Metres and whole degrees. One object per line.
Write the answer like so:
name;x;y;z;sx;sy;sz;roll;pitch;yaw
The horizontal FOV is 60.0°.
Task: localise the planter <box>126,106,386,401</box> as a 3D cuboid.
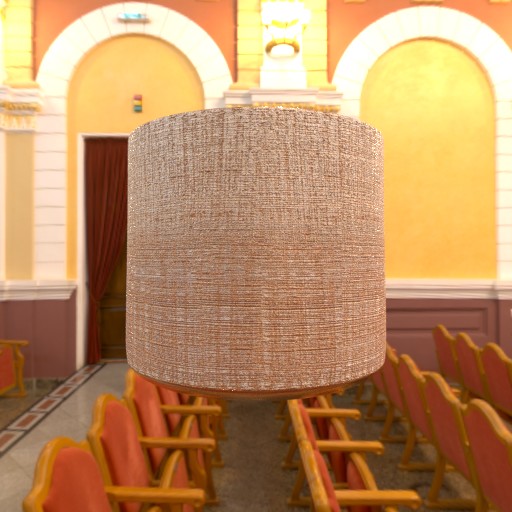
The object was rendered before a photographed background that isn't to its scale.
planter;0.000;0.000;0.315;0.177;0.157;0.177;0;0;0
